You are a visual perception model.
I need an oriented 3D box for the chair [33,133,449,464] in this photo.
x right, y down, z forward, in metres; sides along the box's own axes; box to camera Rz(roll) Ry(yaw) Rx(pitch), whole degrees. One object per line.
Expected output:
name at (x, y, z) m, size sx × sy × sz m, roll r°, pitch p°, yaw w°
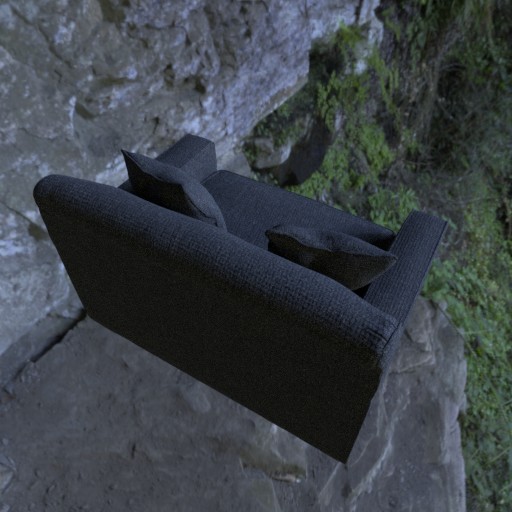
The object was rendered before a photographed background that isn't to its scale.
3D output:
chair at (0.000, 0.000, 1.966) m, size 1.383 × 0.948 × 1.000 m, roll 23°, pitch 51°, yaw 20°
